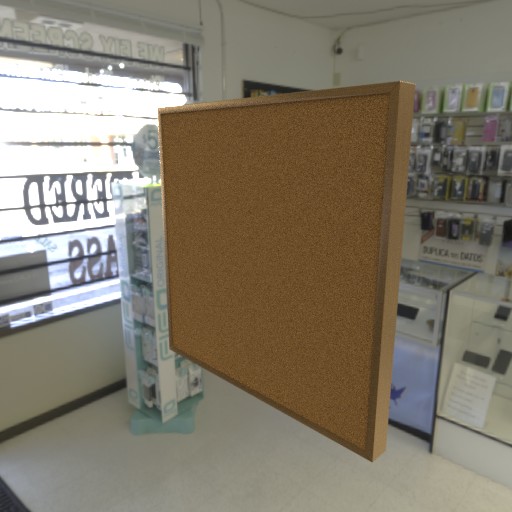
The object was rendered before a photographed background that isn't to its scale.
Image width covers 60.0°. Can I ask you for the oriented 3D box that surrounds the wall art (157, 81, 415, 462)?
[{"bbox_3d":[0.000,0.000,0.751,0.037,0.505,0.505,-13,19,-43],"label":"wall art"}]
